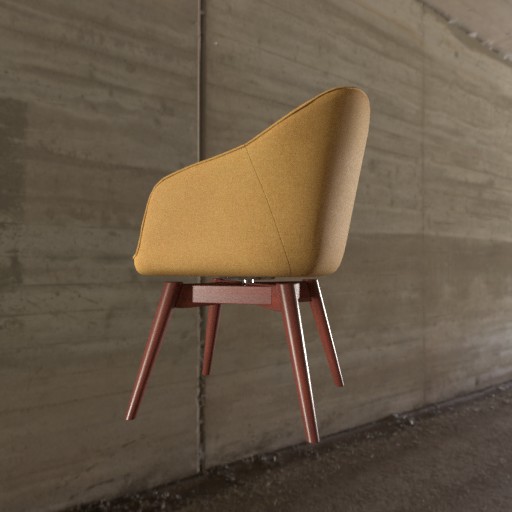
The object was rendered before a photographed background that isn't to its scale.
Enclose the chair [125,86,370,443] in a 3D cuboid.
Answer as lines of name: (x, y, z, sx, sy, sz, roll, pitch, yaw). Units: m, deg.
chair: (0.000, 0.000, 1.265, 0.635, 0.823, 0.596, 0, -1, 18)
